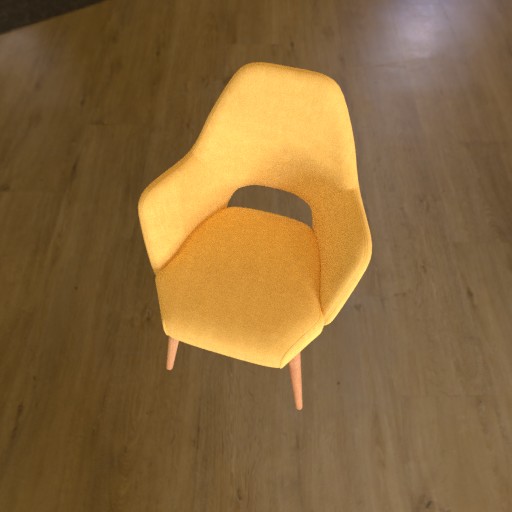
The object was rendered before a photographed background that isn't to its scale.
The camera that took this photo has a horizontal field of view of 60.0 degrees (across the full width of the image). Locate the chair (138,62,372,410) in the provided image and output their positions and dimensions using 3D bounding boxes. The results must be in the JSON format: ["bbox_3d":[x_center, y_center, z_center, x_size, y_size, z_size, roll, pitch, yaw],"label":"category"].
[{"bbox_3d":[0.000,0.000,1.279,0.590,0.840,0.610,14,59,9],"label":"chair"}]
